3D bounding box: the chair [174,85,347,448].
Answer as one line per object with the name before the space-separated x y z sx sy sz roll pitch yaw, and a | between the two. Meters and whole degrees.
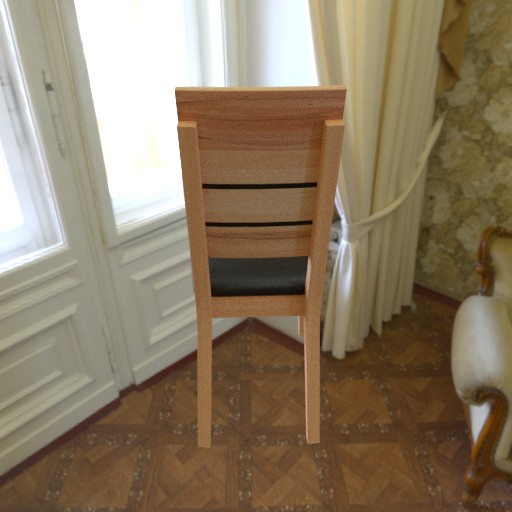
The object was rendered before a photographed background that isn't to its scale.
chair | 0.000 0.000 1.202 0.410 0.940 0.520 -1 30 -2
